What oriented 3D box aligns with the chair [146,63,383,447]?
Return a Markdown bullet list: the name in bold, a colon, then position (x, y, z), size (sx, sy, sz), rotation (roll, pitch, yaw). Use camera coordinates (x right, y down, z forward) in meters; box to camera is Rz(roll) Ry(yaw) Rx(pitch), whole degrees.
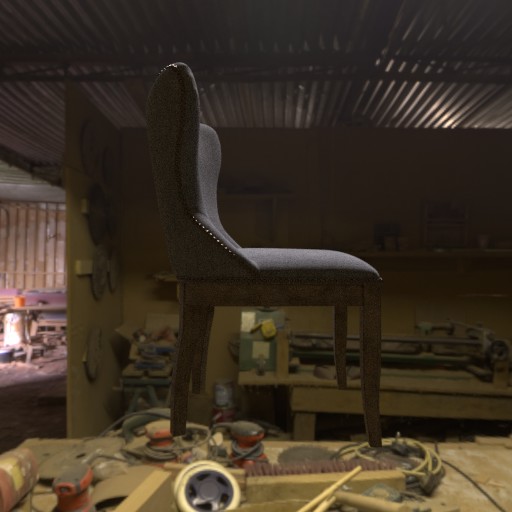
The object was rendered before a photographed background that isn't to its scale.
- **chair**: position (0.000, 0.000, 1.433), size (0.681, 1.002, 0.654), rotation (0, 0, 1)
